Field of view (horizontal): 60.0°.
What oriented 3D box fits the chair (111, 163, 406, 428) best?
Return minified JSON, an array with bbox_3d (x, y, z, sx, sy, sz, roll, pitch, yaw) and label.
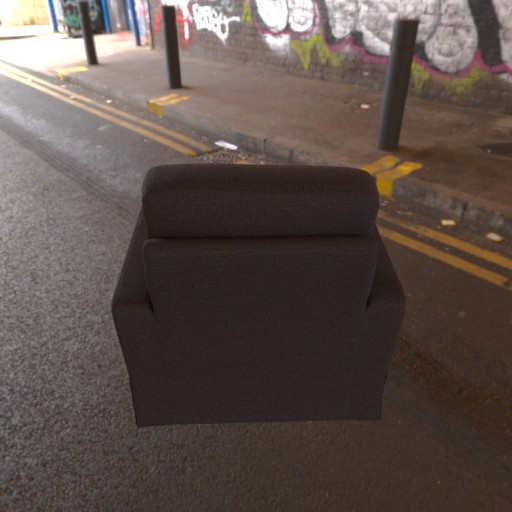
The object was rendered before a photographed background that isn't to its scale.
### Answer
[{"bbox_3d":[0.000,0.000,1.517,0.798,0.855,0.863,-1,32,-2],"label":"chair"}]
